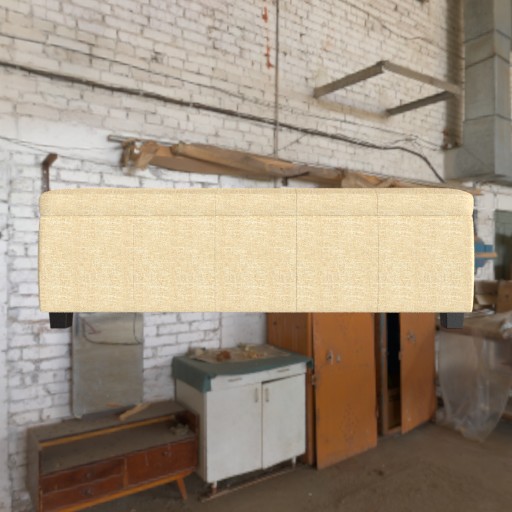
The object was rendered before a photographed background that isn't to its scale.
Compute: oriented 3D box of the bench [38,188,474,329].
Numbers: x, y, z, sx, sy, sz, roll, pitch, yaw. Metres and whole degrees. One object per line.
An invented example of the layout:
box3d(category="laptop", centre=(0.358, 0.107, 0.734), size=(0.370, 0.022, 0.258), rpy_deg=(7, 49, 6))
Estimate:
box3d(category="bench", centre=(0.000, 0.000, 1.441), size=(1.219, 0.406, 0.432), rpy_deg=(0, 0, 0))
